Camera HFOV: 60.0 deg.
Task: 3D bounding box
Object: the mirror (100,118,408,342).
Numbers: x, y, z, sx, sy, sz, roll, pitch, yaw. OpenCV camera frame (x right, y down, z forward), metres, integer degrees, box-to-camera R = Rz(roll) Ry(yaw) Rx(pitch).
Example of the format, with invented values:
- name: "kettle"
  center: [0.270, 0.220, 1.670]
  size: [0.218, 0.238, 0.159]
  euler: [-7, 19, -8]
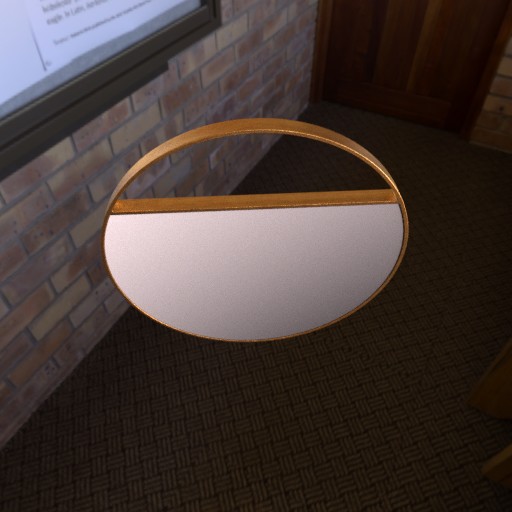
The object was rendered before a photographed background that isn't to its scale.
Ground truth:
- name: "mirror"
  center: [0.000, 0.000, 0.849]
  size: [0.565, 0.565, 0.032]
  euler: [-3, 47, -2]
